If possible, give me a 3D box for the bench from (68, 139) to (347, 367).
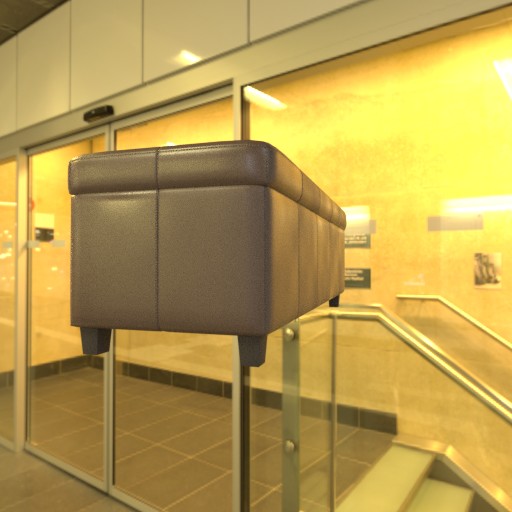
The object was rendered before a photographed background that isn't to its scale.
[{"bbox_3d":[0.000,0.000,1.402,0.450,0.417,1.219,0,-1,18],"label":"bench"}]
